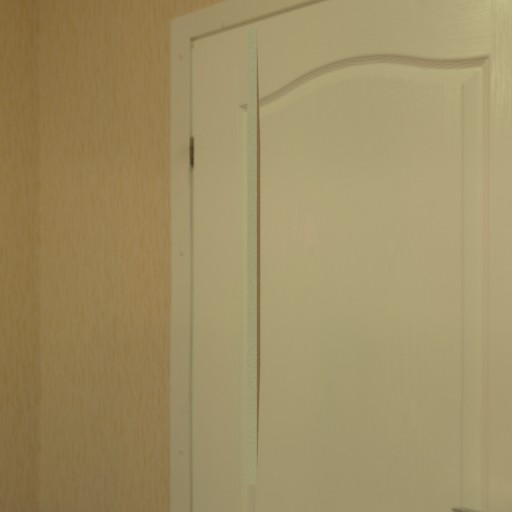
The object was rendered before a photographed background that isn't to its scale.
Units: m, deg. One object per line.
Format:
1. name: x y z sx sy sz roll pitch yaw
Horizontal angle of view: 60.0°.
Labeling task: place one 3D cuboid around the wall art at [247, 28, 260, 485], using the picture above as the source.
1. wall art: 0.000 0.000 0.819 0.012 0.557 0.557 0 0 1
